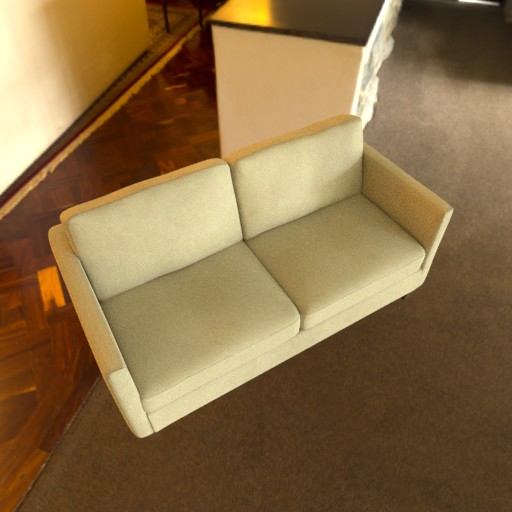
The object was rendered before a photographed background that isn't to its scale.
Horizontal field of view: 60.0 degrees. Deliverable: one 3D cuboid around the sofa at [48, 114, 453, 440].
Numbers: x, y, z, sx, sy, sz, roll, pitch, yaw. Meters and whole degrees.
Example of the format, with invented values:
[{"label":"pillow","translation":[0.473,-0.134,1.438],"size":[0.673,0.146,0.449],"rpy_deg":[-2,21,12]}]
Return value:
[{"label":"sofa","translation":[0.000,0.000,2.384],"size":[1.846,0.940,0.950],"rpy_deg":[-24,52,-20]}]
